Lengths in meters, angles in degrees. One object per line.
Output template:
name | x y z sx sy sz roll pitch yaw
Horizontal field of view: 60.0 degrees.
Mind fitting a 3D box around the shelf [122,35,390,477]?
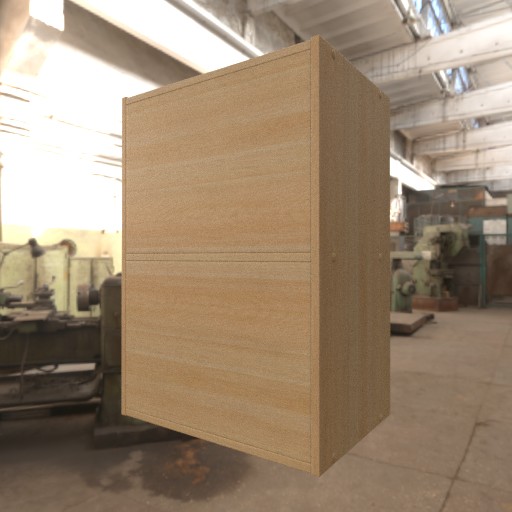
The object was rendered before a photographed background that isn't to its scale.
shelf | 0.000 0.000 0.829 0.414 0.592 0.290 0 0 35
